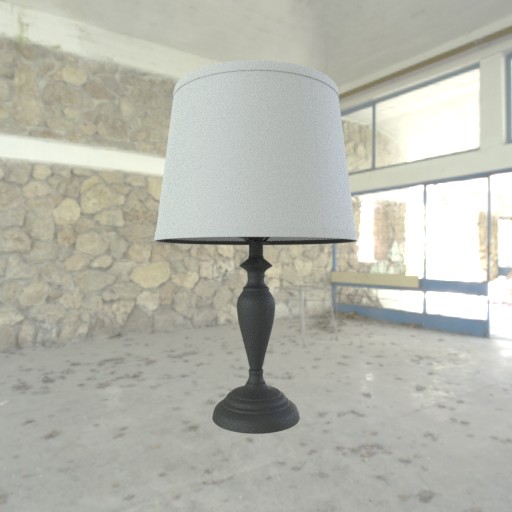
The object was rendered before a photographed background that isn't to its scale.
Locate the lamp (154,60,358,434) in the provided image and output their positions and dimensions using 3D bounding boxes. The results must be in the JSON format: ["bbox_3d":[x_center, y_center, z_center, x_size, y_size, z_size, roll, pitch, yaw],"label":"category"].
[{"bbox_3d":[0.000,0.000,0.692,0.310,0.501,0.310,0,0,0],"label":"lamp"}]
